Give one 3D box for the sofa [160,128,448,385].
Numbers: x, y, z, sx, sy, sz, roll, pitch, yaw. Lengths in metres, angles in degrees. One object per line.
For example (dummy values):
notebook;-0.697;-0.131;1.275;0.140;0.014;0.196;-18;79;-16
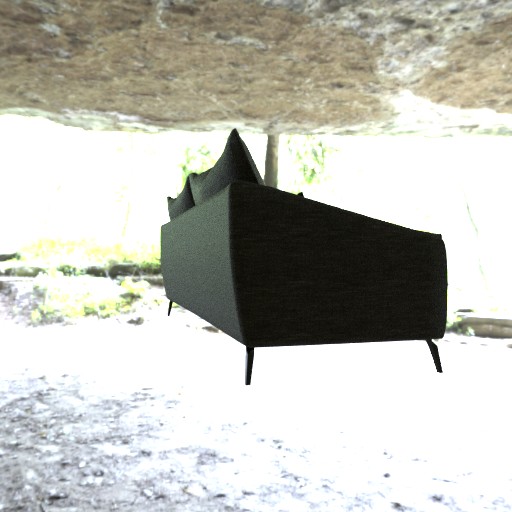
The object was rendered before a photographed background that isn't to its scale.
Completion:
sofa;0.000;0.000;2.393;0.807;0.843;2.019;0;-1;-19
